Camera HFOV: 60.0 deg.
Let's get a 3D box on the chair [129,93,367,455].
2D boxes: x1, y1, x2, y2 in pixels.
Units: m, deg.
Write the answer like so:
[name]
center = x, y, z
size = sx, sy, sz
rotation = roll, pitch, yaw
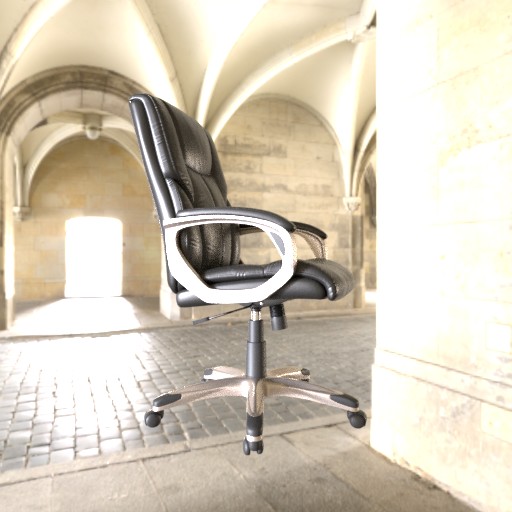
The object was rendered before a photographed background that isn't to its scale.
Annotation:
[chair]
center = 0.000, 0.000, 1.606
size = 0.780, 1.145, 0.700
rotation = 0, 0, 19
